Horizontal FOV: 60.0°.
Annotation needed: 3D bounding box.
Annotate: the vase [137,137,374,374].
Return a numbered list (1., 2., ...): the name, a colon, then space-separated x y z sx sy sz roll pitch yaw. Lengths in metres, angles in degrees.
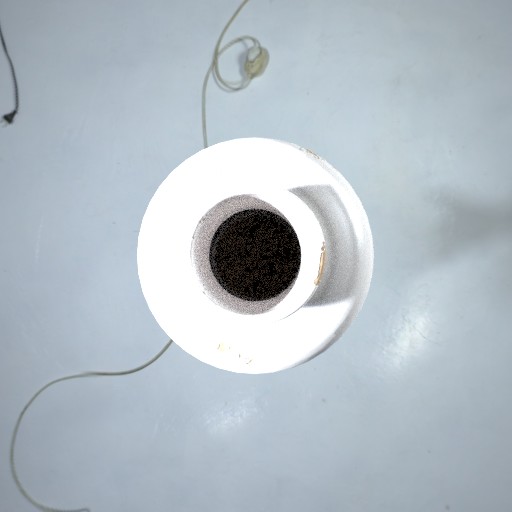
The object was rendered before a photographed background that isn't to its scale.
1. vase: 0.000 0.000 0.331 0.158 0.228 0.158 0 89 0
